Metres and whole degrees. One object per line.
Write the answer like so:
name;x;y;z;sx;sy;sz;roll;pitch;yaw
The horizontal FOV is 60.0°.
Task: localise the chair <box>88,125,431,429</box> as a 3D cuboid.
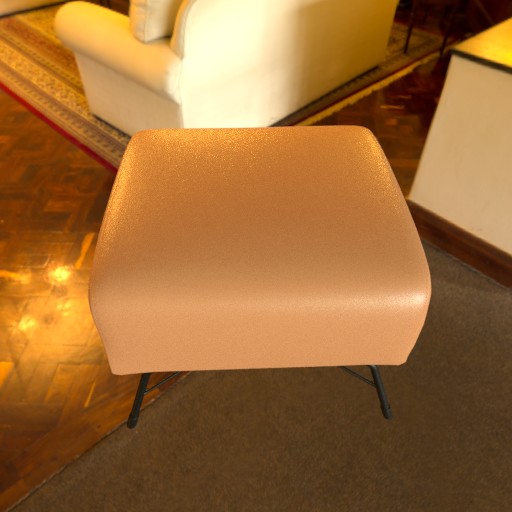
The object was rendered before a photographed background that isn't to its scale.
chair;0.000;0.000;0.915;0.530;0.410;0.530;-1;46;-1
